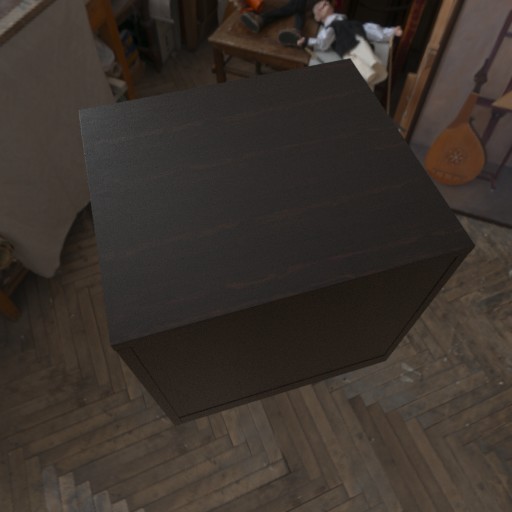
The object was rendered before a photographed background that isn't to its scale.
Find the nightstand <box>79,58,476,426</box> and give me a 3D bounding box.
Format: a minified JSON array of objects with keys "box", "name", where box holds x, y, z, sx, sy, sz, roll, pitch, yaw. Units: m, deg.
[{"box":[0.000,0.000,0.873,0.489,0.487,0.427,-14,59,-9],"name":"nightstand"}]
